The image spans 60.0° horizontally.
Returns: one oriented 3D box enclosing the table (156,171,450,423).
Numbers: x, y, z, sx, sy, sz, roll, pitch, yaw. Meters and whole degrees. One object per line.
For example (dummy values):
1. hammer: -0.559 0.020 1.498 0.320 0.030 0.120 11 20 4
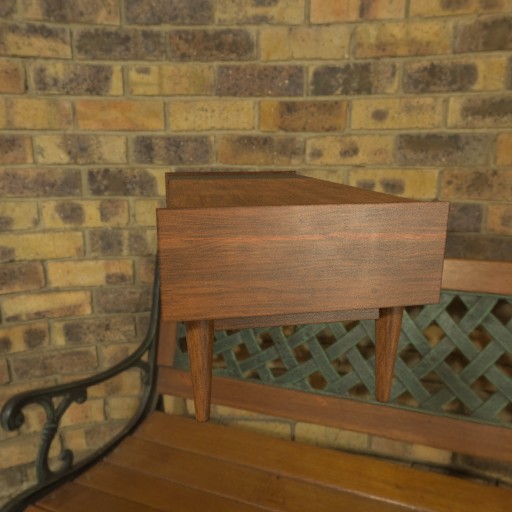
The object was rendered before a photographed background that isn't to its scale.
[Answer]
1. table: 0.000 0.000 1.528 0.610 0.508 1.221 -3 14 -10
